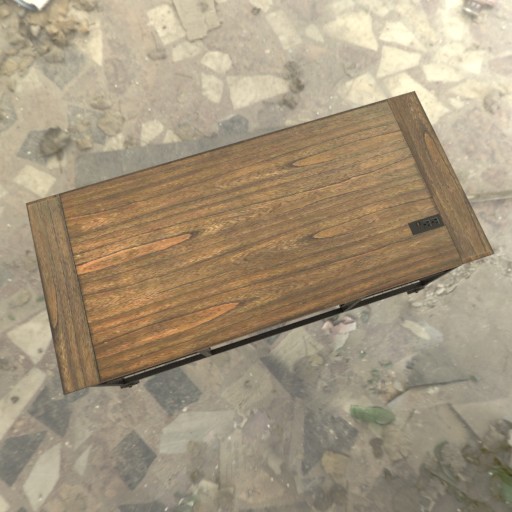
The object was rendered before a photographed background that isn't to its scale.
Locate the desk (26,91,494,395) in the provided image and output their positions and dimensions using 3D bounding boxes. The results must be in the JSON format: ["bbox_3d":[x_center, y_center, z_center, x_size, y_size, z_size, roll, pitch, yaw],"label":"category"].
[{"bbox_3d":[0.000,0.000,1.969,1.590,0.751,0.711,-17,75,-5],"label":"desk"}]
